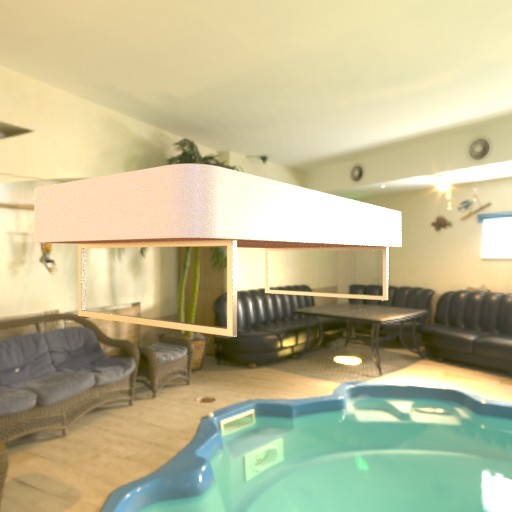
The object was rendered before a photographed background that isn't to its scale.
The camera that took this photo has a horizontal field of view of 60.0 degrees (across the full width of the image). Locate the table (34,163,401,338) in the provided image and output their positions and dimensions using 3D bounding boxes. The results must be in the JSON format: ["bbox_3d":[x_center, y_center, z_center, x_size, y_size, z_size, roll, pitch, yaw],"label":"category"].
[{"bbox_3d":[0.000,0.000,1.446,0.600,0.340,1.200,0,0,36],"label":"table"}]
